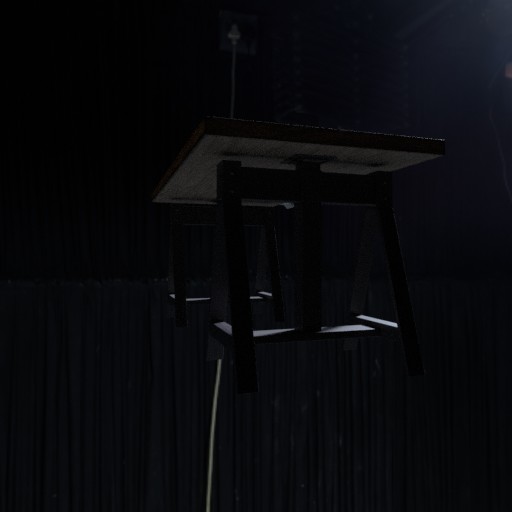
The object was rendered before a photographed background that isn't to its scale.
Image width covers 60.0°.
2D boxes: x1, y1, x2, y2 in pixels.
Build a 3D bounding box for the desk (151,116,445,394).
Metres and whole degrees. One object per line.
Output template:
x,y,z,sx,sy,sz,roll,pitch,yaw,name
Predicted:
0.000,0.000,1.992,0.784,0.725,1.543,0,0,-18,desk
